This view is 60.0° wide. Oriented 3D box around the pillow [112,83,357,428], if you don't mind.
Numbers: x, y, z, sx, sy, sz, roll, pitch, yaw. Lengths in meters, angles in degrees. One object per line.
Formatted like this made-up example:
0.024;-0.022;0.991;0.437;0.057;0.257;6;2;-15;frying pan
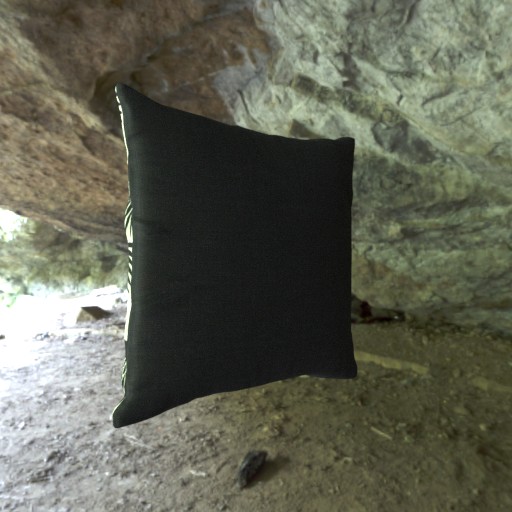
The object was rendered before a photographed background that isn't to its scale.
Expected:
0.000;0.000;0.677;0.432;0.432;0.139;1;-1;-35;pillow
